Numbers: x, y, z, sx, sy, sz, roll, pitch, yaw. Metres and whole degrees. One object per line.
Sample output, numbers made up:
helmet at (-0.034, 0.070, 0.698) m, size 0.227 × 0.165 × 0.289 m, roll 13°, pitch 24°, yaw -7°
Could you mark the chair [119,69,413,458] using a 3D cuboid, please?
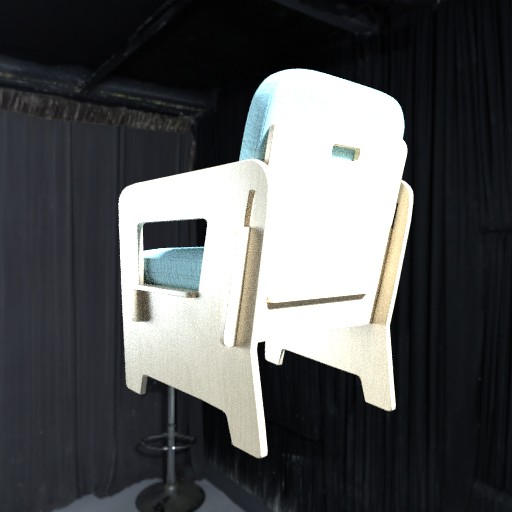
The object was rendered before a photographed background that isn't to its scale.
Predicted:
chair at (0.000, 0.000, 1.256) m, size 0.590 × 0.800 × 0.710 m, roll -1°, pitch 2°, yaw -37°
